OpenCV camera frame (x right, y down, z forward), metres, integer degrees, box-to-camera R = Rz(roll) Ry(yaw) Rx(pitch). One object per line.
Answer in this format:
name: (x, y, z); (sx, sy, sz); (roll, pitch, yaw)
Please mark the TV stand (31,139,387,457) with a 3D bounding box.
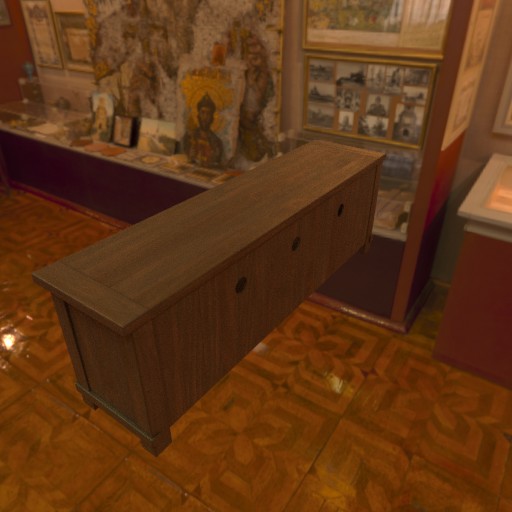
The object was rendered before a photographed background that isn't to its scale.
TV stand: (0.000, 0.000, 2.134); (0.471, 0.615, 1.866); (21, 37, 30)
